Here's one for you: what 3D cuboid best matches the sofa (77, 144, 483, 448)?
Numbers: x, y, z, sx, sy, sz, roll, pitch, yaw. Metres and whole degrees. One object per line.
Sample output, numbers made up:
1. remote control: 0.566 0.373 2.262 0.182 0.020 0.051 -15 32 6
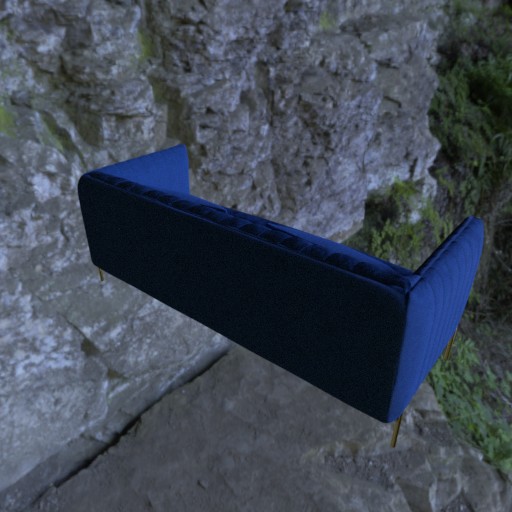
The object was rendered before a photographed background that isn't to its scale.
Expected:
1. sofa: 0.000 0.000 2.518 2.136 0.793 0.896 21 36 33
